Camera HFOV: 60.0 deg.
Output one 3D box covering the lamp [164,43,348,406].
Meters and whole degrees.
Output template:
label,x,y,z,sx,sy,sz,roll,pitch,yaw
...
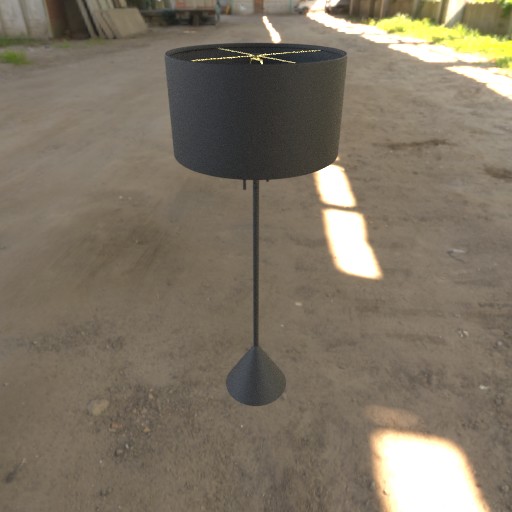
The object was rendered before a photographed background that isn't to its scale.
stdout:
label,x,y,z,sx,sy,sz,roll,pitch,yaw
lamp,0.000,0.000,1.812,0.580,1.526,0.580,-19,35,-28
